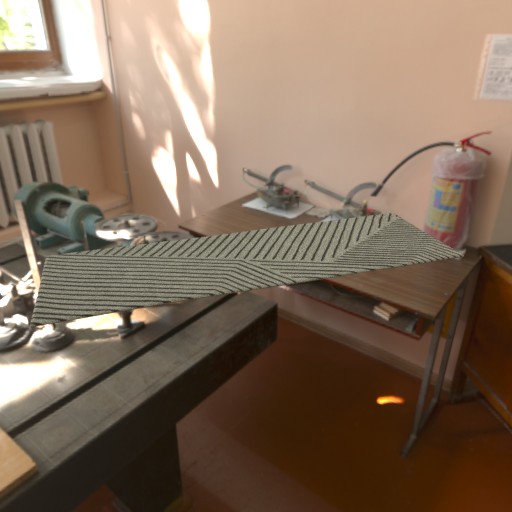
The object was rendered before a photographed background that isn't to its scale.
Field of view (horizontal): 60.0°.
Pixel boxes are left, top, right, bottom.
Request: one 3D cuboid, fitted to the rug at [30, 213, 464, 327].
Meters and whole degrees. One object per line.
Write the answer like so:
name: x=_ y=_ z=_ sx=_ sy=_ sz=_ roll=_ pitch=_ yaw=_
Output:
rug: x=0.000 y=0.000 z=2.705 sx=2.439 sy=0.020 sz=0.773 roll=-8 pitch=27 yaw=-16
